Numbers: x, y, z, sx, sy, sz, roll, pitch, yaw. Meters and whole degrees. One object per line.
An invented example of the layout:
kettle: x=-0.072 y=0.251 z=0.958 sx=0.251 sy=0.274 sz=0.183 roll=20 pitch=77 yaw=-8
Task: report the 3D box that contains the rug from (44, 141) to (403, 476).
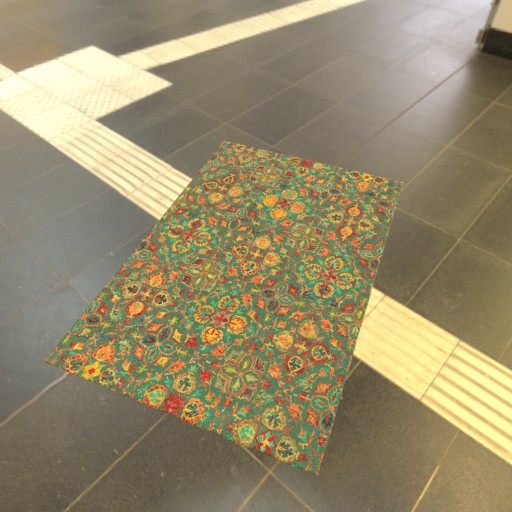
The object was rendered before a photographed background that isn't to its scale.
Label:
rug: x=0.000 y=0.000 z=2.899 sx=1.527 sy=0.016 sz=2.290 roll=17 pitch=49 yaw=15
